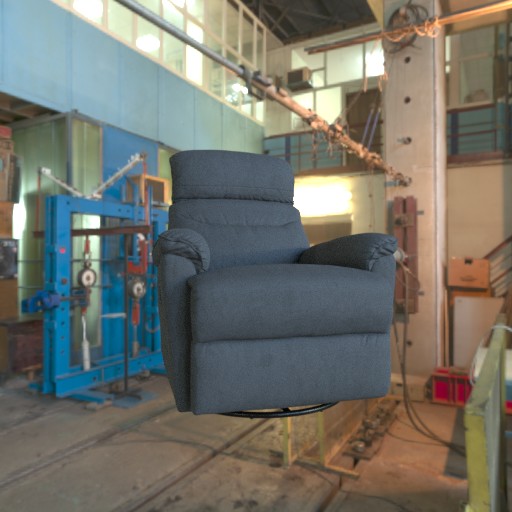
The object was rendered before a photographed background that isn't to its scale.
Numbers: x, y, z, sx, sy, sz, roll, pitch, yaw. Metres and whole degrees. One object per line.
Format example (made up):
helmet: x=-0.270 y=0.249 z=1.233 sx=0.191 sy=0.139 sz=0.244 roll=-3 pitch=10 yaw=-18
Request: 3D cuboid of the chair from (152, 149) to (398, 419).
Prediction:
chair: x=0.000 y=0.000 z=1.781 sx=0.820 sy=1.037 sz=1.004 roll=0 pitch=-1 yaw=-16
